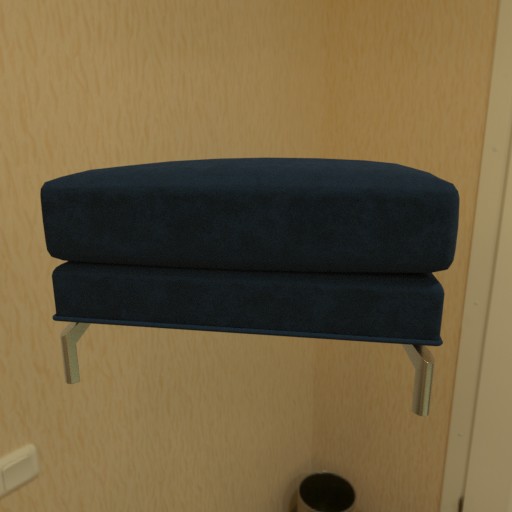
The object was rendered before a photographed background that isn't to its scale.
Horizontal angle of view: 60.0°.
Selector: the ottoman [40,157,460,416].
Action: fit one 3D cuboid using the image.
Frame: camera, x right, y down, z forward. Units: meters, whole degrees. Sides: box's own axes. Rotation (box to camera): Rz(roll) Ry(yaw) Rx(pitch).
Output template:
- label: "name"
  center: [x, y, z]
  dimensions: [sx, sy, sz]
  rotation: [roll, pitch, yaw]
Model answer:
- label: "ottoman"
  center: [0.000, 0.000, 1.159]
  dimensions: [0.835, 0.498, 0.587]
  rotation: [2, 14, 9]
